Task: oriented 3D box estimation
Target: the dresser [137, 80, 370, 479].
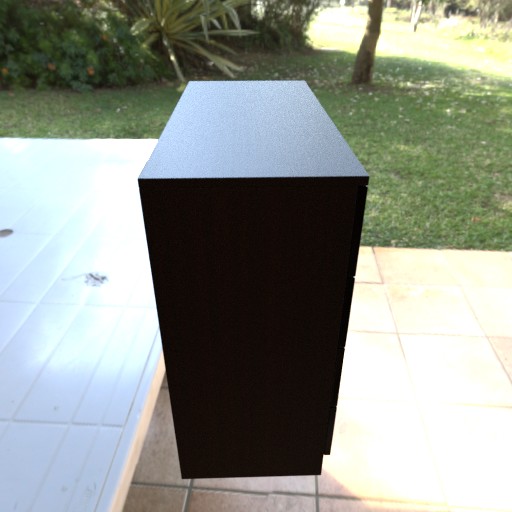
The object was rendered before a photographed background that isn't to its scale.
[{"bbox_3d":[0.000,0.000,1.139,0.360,0.720,0.750,-1,31,-1],"label":"dresser"}]
